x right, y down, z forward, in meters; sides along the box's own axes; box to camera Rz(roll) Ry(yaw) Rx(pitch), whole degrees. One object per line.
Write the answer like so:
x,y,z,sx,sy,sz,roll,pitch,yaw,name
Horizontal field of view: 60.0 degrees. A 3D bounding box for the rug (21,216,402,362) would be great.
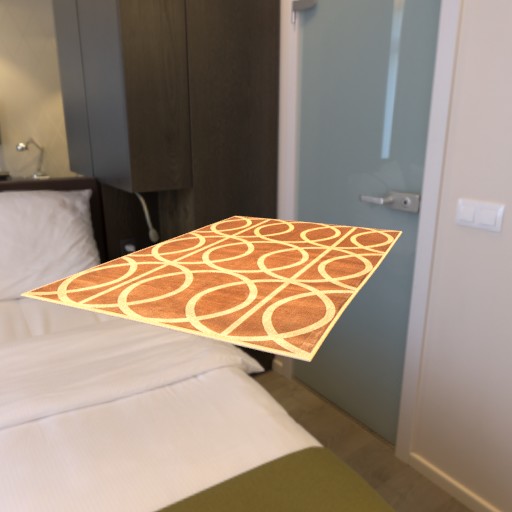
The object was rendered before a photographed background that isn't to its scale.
0.000,0.000,2.887,1.526,0.014,2.290,7,18,24,rug
